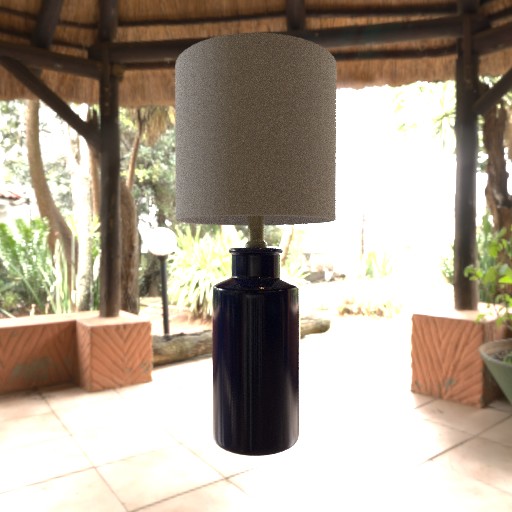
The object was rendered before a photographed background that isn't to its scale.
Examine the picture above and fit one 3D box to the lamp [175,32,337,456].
[{"bbox_3d":[0.000,0.000,0.594,0.212,0.493,0.212,-1,1,-37],"label":"lamp"}]
